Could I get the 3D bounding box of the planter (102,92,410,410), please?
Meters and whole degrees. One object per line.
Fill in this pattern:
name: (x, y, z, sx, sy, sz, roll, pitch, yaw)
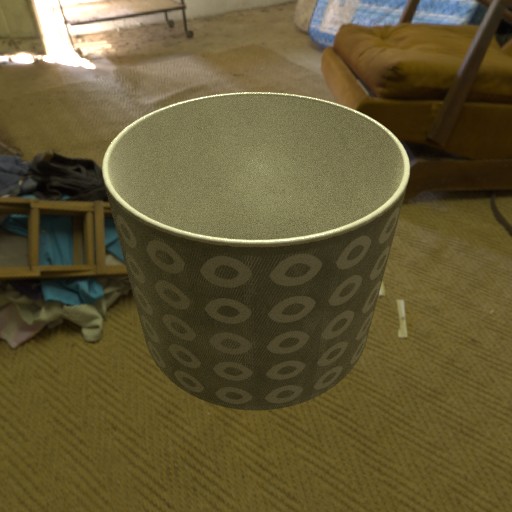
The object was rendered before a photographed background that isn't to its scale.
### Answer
planter: (0.000, 0.000, 0.341, 0.190, 0.181, 0.190, 0, 41, 0)
